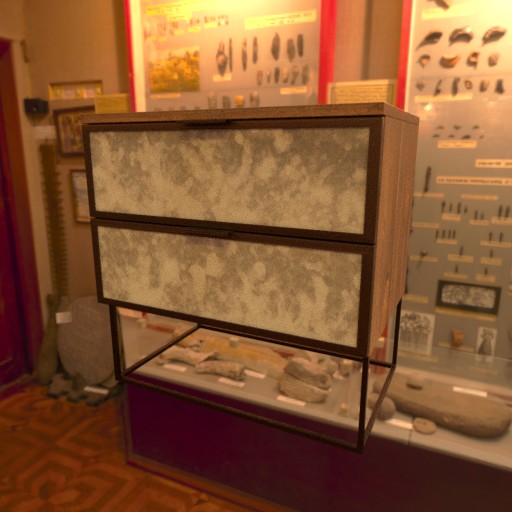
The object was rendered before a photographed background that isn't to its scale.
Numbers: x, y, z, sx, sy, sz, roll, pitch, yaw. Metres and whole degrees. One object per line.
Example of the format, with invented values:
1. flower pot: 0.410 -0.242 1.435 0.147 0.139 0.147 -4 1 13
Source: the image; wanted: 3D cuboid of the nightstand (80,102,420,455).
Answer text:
1. nightstand: 0.000 0.000 1.010 0.605 0.611 0.427 7 16 26
